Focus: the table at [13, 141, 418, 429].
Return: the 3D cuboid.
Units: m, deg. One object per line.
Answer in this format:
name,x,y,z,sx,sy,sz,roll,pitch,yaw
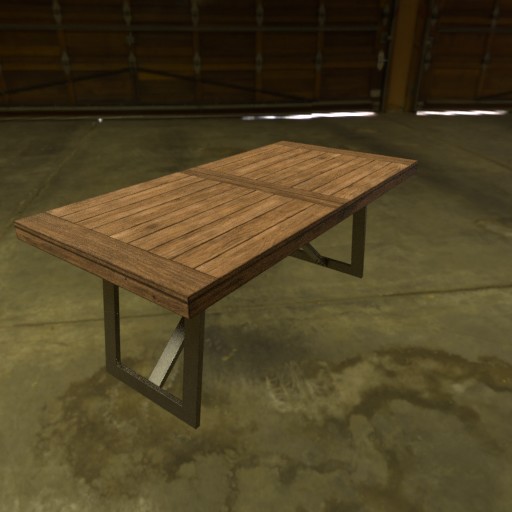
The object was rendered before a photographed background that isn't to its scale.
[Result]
table,0.000,0.000,2.286,0.931,0.757,1.867,18,31,32
